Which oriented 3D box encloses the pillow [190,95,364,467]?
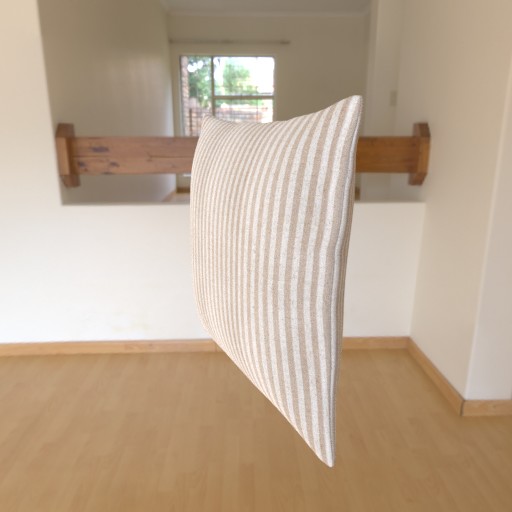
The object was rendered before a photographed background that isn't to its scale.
[{"bbox_3d":[0.000,0.000,0.801,0.166,0.510,0.523,-7,17,-26],"label":"pillow"}]
